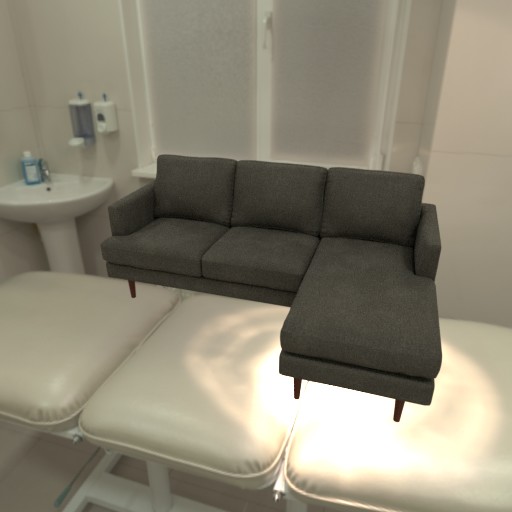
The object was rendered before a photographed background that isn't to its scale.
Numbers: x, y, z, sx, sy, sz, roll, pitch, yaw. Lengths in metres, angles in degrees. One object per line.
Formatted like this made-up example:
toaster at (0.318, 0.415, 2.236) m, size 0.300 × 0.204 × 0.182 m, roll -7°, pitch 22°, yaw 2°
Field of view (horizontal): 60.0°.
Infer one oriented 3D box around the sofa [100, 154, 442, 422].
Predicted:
sofa at (0.000, 0.000, 2.915) m, size 2.233 × 0.956 × 1.504 m, roll 8°, pitch 27°, yaw 16°
